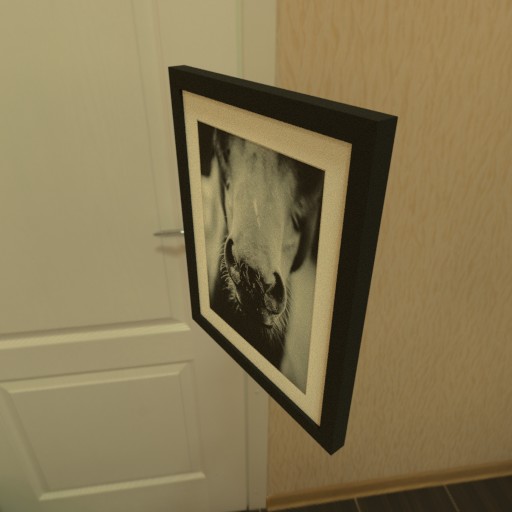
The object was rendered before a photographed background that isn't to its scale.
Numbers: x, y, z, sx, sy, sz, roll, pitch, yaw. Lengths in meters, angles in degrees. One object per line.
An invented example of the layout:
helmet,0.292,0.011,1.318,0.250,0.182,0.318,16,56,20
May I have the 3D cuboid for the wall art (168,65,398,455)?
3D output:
wall art,0.000,0.000,0.766,0.033,0.559,0.457,-22,38,-31
